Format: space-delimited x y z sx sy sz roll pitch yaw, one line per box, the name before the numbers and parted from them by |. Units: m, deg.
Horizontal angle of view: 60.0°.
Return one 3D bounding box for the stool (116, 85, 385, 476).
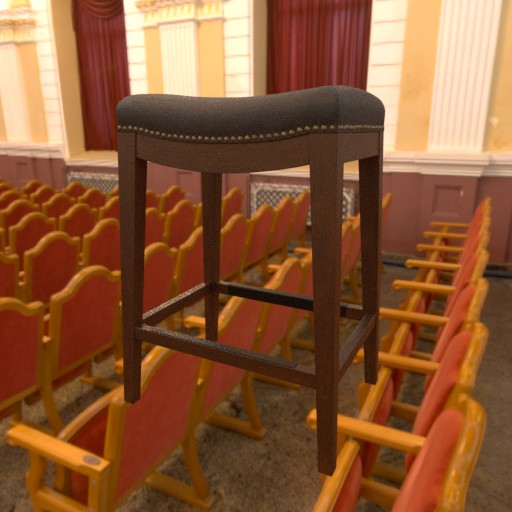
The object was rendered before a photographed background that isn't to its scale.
stool | 0.000 0.000 0.954 0.490 0.664 0.353 8 18 26
